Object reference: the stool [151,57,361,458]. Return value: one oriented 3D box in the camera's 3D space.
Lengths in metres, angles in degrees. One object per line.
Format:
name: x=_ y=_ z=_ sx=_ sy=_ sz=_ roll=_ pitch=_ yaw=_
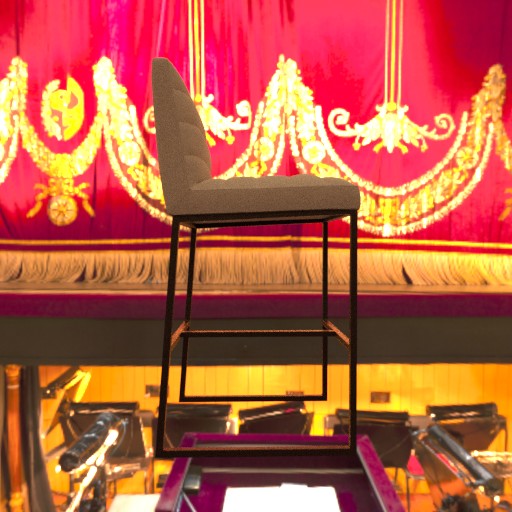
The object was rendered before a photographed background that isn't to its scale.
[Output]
stool: x=0.000 y=0.000 z=1.389 sx=0.573 sy=1.061 sz=0.464 roll=0 pitch=1 yaw=-1
